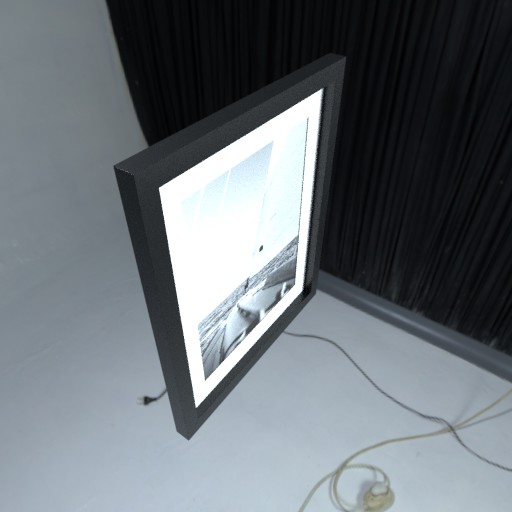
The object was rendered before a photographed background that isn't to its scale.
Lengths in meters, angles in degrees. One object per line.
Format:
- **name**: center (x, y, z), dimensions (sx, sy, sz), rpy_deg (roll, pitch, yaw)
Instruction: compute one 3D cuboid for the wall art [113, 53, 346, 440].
- **wall art**: center (0.000, 0.000, 0.776), dimensions (0.031, 0.558, 0.461), rpy_deg (26, 47, 26)
